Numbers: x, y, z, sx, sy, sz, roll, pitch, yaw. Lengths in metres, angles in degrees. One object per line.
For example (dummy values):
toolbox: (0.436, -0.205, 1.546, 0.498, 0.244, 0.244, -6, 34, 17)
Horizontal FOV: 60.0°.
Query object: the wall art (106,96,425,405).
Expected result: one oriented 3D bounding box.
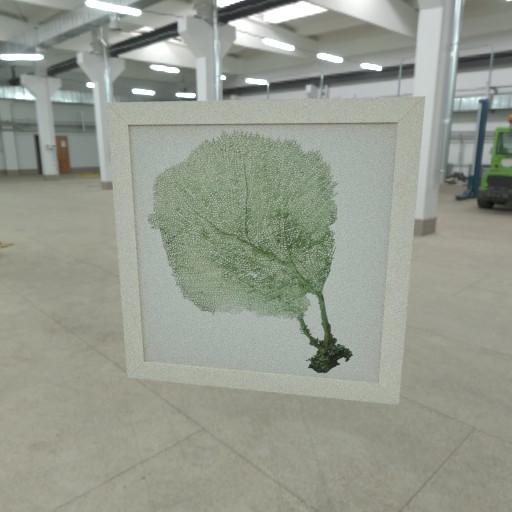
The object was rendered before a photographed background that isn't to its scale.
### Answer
wall art: (0.000, 0.000, 0.879, 0.584, 0.584, 0.013, 3, 14, 10)
